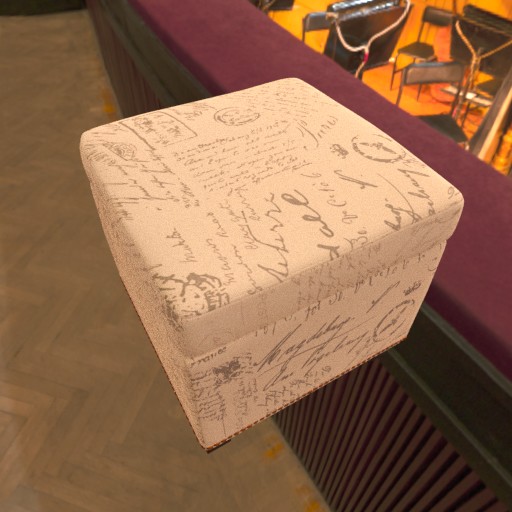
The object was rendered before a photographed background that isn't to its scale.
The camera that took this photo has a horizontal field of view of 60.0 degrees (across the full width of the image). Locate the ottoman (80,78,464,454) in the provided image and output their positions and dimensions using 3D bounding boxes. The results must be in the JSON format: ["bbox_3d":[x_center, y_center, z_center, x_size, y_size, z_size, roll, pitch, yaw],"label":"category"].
[{"bbox_3d":[0.000,0.000,0.819,0.450,0.457,0.449,-22,50,-20],"label":"ottoman"}]
